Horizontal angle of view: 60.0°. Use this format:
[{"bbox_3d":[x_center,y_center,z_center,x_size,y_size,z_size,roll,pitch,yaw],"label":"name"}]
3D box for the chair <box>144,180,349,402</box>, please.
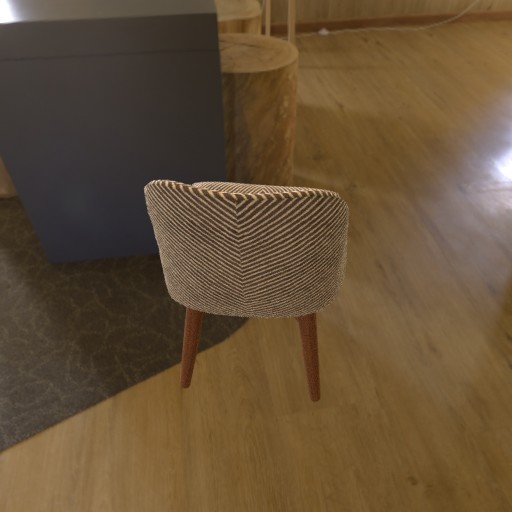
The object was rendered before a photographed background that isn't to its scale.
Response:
[{"bbox_3d":[0.000,0.000,1.248,0.504,0.883,0.591,5,46,4],"label":"chair"}]
